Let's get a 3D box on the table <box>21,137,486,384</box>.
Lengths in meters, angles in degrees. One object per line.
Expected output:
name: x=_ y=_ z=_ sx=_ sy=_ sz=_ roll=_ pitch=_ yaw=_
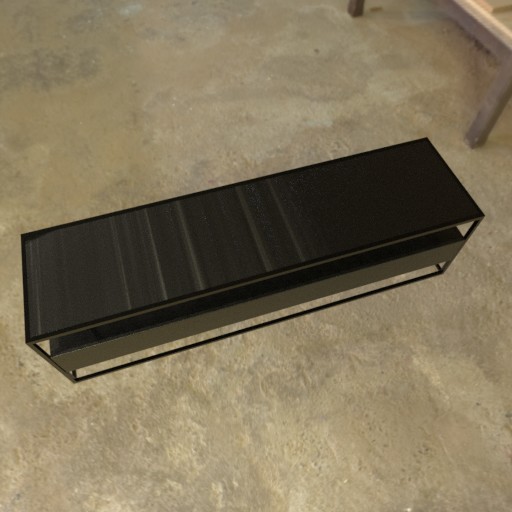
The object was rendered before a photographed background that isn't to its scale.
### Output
table: x=0.000 y=0.000 z=1.633 sx=1.486 sy=0.395 sz=0.399 roll=-15 pitch=59 yaw=-9
